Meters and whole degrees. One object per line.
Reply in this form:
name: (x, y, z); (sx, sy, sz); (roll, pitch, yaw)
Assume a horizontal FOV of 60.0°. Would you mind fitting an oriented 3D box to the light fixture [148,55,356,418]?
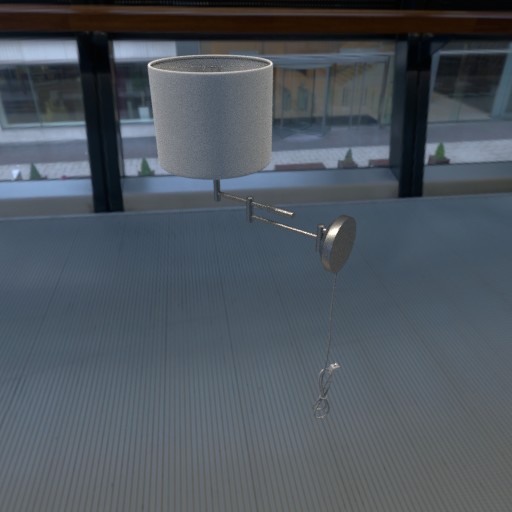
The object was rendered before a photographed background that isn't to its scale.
light fixture: (0.000, 0.000, 1.065); (0.479, 0.842, 0.253); (20, 37, 30)
